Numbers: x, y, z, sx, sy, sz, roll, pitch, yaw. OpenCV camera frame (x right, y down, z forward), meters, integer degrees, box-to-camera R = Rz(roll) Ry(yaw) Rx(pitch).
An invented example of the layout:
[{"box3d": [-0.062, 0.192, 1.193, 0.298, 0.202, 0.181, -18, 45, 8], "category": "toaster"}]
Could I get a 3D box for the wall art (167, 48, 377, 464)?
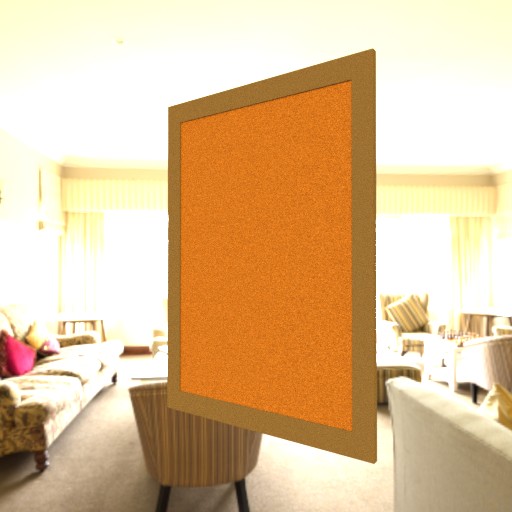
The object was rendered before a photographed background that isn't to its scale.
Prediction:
[{"box3d": [0.000, 0.000, 0.675, 0.374, 0.529, 0.012, 0, -1, 35], "category": "wall art"}]
